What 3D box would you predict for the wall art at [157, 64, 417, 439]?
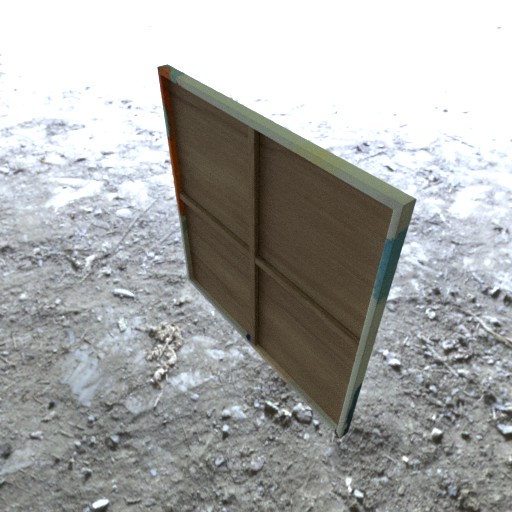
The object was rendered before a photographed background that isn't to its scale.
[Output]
[{"bbox_3d":[0.000,0.000,1.541,0.044,1.017,1.017,-28,49,-27],"label":"wall art"}]
